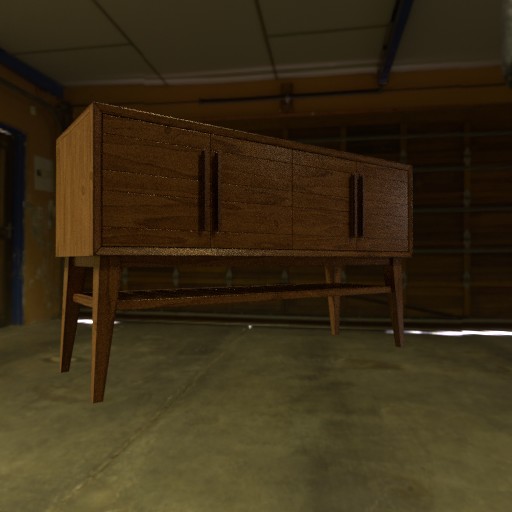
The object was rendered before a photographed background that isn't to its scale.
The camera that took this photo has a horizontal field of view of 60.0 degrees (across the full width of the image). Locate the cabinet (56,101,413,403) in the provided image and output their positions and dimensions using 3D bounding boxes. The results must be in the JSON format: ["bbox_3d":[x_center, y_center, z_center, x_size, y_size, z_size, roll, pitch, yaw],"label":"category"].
[{"bbox_3d":[0.000,0.000,1.736,1.363,0.802,0.477,0,-1,-35],"label":"cabinet"}]
